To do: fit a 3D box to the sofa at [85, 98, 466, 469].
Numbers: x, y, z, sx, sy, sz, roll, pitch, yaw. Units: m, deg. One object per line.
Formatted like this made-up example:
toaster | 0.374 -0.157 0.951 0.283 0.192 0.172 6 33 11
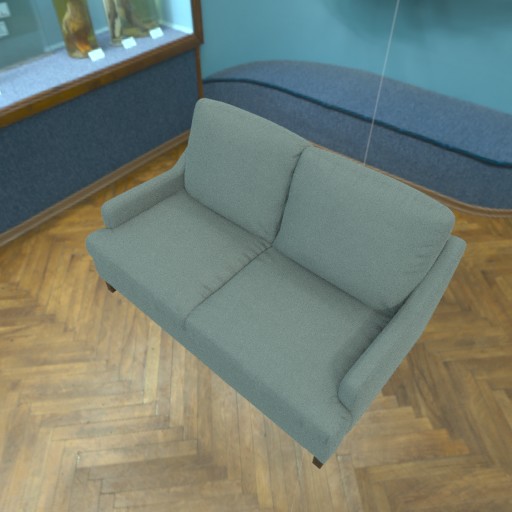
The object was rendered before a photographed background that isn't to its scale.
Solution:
sofa | 0.000 0.000 2.160 1.589 0.921 0.987 32 54 27
